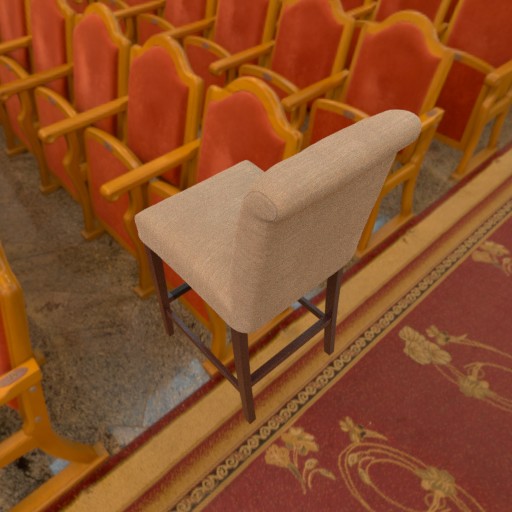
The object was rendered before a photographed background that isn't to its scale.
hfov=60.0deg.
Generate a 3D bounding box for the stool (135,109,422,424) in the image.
[{"bbox_3d":[0.000,0.000,1.436,0.486,1.084,0.660,-32,54,-28],"label":"stool"}]
